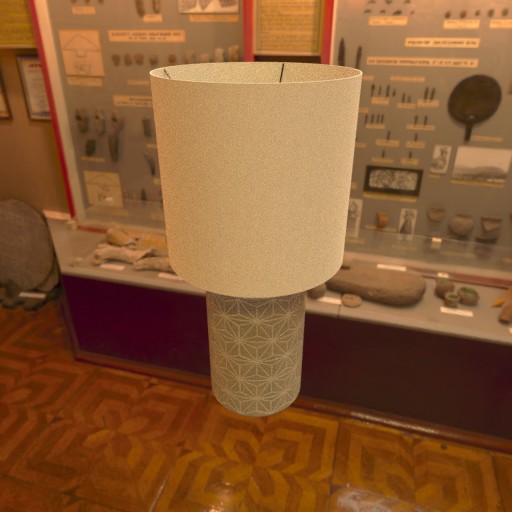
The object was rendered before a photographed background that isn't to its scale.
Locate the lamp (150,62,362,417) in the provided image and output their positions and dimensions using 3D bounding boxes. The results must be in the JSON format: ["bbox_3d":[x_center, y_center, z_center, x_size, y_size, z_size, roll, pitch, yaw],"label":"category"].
[{"bbox_3d":[0.000,0.000,0.536,0.206,0.416,0.206,8,29,15],"label":"lamp"}]
